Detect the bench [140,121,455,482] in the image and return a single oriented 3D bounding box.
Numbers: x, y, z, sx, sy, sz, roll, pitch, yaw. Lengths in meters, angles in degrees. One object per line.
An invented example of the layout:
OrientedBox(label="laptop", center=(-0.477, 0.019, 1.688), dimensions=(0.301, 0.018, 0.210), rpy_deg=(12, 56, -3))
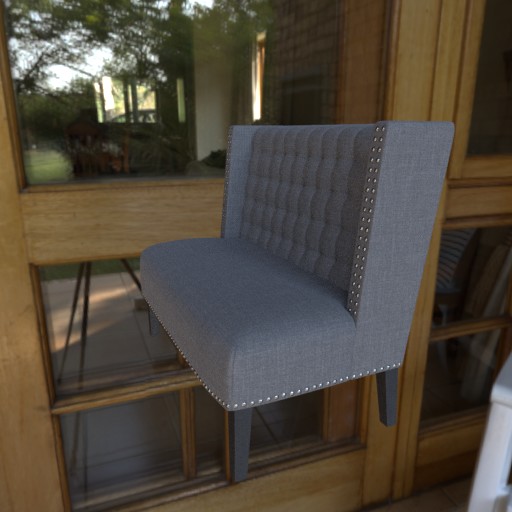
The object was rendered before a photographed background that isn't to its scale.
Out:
OrientedBox(label="bench", center=(0.000, 0.000, 1.957), dimensions=(0.842, 1.121, 1.276), rpy_deg=(-7, 17, -25))
